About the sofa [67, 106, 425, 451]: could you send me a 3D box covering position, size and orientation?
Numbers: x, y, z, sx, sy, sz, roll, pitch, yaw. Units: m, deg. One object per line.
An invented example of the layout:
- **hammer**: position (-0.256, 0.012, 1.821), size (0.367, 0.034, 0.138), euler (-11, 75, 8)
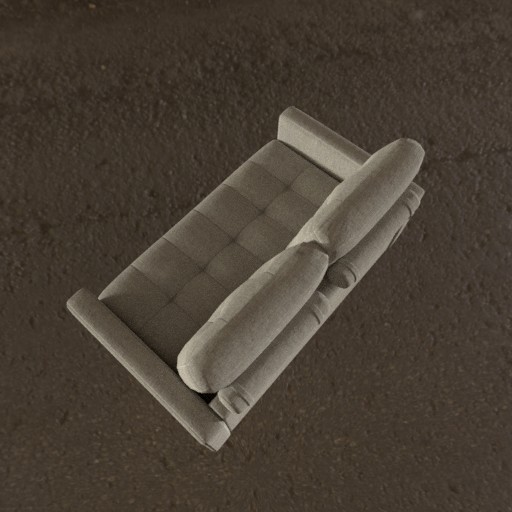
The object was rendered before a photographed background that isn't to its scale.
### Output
- **sofa**: position (0.000, 0.000, 1.954), size (0.842, 0.907, 1.407), euler (38, 70, 17)
